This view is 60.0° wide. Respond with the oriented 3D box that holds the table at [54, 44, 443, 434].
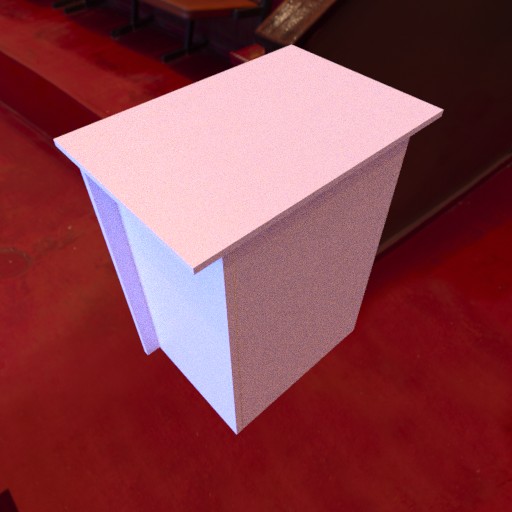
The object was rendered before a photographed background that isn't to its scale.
[{"bbox_3d":[0.000,0.000,1.066,0.589,0.711,0.406,-34,56,-27],"label":"table"}]
